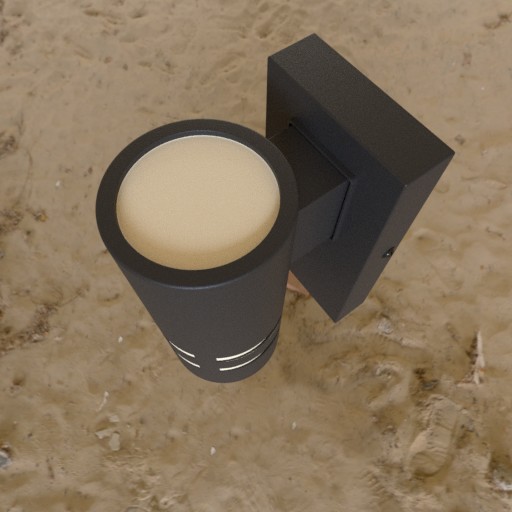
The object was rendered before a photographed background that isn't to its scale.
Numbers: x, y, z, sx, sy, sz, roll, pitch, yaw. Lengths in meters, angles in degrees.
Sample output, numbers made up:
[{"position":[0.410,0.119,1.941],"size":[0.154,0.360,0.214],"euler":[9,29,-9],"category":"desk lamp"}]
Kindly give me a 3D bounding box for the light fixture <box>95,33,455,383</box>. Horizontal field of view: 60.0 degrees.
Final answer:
[{"position":[0.000,0.000,0.262],"size":[0.138,0.179,0.098],"euler":[-33,68,-15],"category":"light fixture"}]
